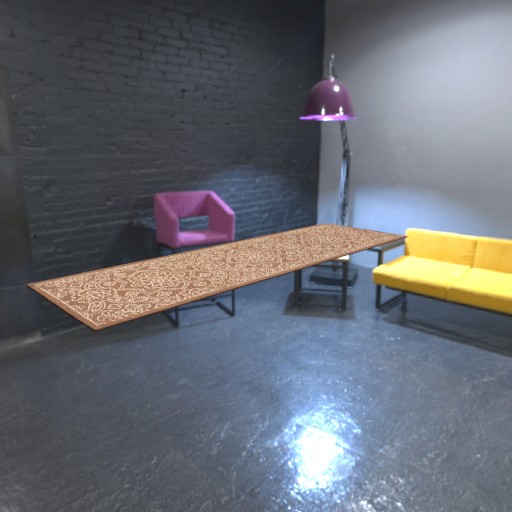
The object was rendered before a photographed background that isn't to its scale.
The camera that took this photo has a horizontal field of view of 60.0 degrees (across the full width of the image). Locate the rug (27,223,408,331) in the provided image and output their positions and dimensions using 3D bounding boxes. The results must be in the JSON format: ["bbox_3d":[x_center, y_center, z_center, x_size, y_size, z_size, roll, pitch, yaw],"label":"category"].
[{"bbox_3d":[0.000,0.000,2.762,2.448,0.012,0.769,-14,20,-43],"label":"rug"}]
